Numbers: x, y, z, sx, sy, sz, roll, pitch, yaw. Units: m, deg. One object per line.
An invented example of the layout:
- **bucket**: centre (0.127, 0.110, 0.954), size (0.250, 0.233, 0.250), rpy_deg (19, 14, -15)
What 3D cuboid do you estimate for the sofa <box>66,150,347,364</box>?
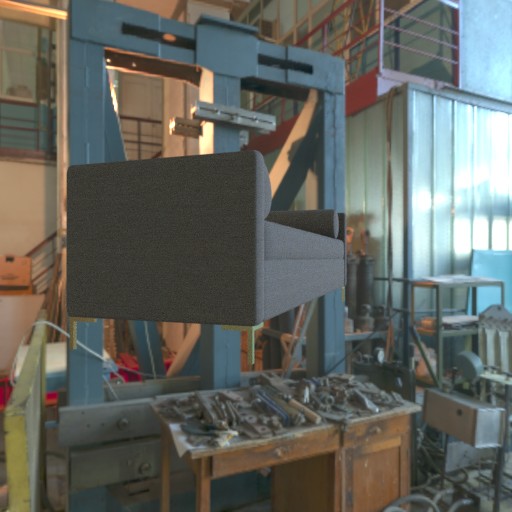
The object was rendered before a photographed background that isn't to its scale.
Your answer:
- **sofa**: centre (0.000, 0.000, 2.314), size (0.686, 0.635, 1.981), rpy_deg (0, 0, 19)
